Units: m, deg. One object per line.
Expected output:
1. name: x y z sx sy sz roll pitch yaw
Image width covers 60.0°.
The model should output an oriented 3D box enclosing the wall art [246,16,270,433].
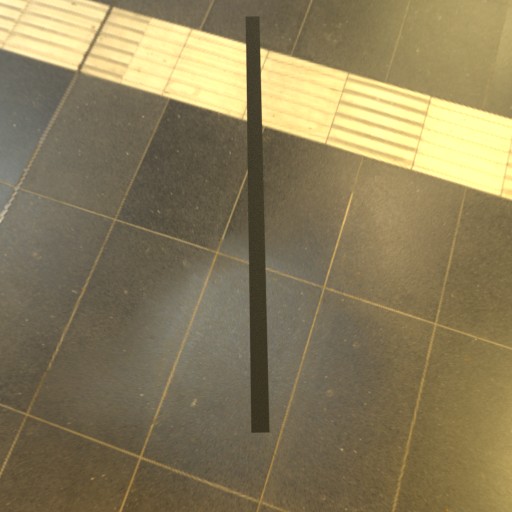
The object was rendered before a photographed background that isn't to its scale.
1. wall art: 0.000 0.000 0.528 0.013 0.356 0.356 -1 74 0
